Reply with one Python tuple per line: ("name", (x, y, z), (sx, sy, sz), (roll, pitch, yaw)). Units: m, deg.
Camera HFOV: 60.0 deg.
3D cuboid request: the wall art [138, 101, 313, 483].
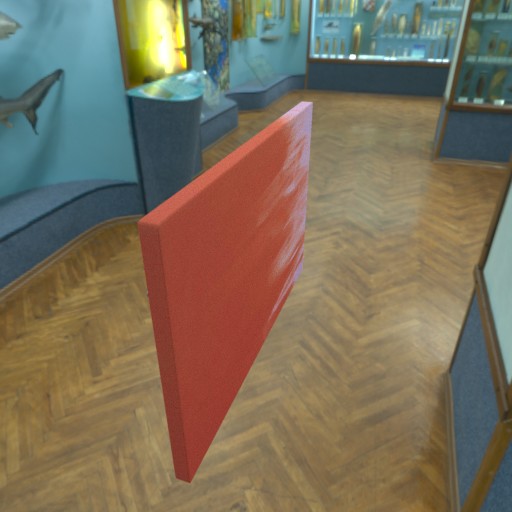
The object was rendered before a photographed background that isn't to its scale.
("wall art", (0.000, 0.000, 1.157), (0.040, 0.609, 0.913), (11, 32, 17))
